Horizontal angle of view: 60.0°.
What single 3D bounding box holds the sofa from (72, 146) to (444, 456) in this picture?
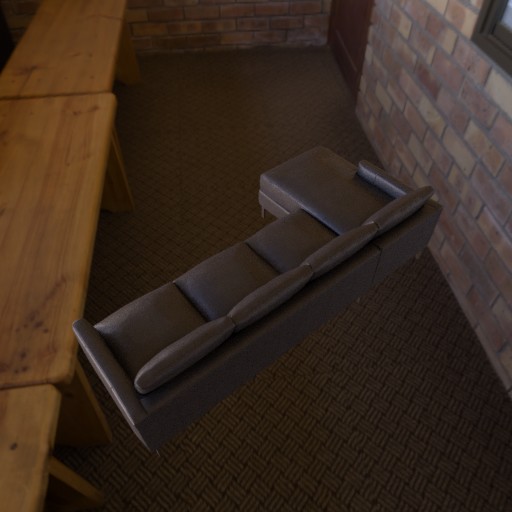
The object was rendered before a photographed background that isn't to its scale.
[{"bbox_3d":[0.000,0.000,3.683,2.993,0.859,1.471,-31,55,-25],"label":"sofa"}]
